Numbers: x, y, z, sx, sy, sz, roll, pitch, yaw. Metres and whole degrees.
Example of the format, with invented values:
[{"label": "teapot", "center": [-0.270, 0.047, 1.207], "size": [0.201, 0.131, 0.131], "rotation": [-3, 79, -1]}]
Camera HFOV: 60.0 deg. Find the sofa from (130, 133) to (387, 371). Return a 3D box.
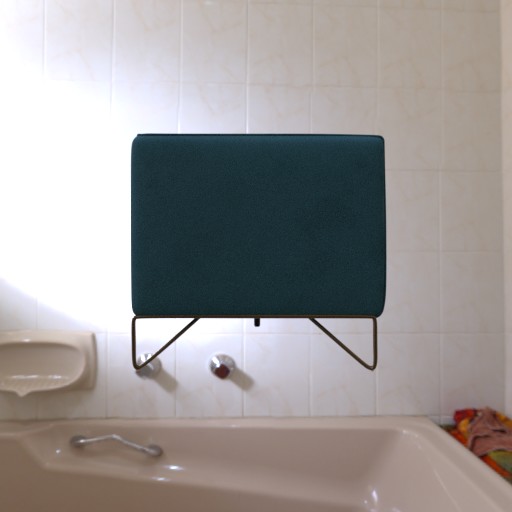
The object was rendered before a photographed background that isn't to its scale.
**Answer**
[{"label": "sofa", "center": [0.000, 0.000, 2.483], "size": [0.867, 0.789, 2.087], "rotation": [0, -1, -1]}]
